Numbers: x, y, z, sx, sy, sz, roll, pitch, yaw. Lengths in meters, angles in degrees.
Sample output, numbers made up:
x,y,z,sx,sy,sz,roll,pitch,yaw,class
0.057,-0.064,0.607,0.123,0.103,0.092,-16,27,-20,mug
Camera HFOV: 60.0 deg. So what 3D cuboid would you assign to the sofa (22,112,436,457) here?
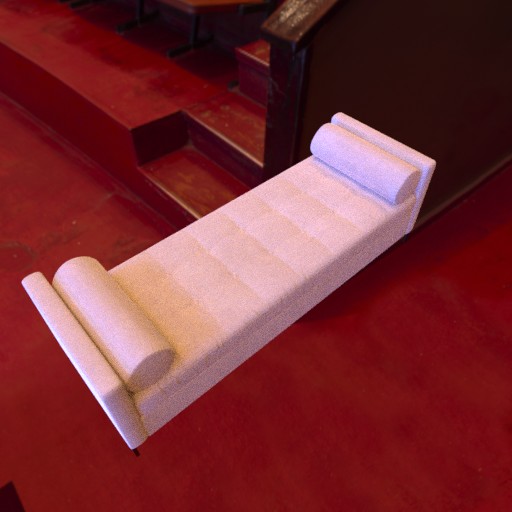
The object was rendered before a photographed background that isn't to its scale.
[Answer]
x,y,z,sx,sy,sz,roll,pitch,yaw,class
0.000,0.000,2.301,1.981,0.635,0.686,-33,56,-26,sofa
